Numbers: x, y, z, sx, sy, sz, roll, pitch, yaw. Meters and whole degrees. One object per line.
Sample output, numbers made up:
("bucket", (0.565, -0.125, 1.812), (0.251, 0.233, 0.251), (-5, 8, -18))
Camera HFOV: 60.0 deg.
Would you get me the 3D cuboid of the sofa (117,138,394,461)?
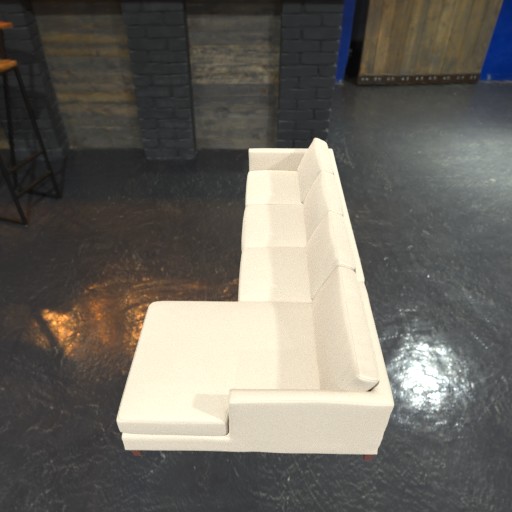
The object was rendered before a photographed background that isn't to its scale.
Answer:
("sofa", (0.000, 0.000, 3.834), (1.625, 0.861, 3.186), (1, 39, 1))
